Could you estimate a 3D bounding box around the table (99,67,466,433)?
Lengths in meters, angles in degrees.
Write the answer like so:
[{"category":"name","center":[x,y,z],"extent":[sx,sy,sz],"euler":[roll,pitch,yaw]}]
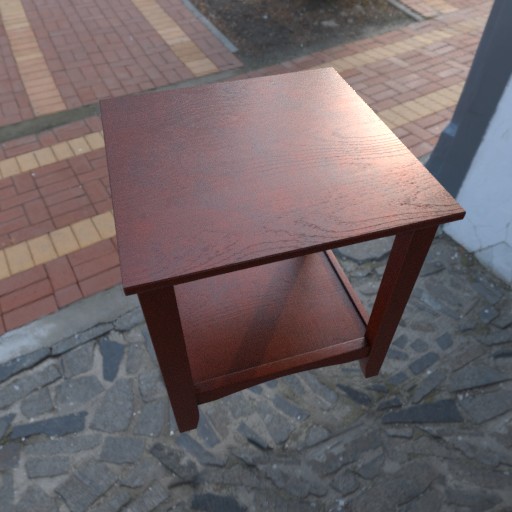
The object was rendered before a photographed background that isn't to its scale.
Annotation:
[{"category":"table","center":[0.000,0.000,0.975],"extent":[0.523,0.558,0.522],"euler":[-11,48,-10]}]
